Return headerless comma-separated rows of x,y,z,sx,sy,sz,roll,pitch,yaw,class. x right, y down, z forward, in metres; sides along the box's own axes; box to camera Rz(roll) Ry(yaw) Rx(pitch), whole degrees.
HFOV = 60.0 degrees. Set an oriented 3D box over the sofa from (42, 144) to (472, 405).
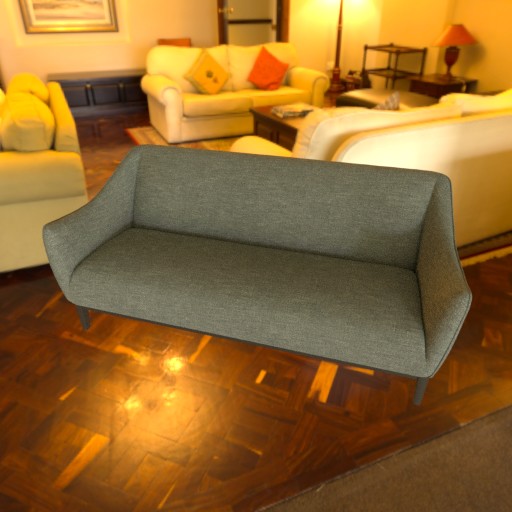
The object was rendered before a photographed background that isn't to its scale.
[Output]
0.000,0.000,2.303,1.928,0.829,0.867,9,31,15,sofa
